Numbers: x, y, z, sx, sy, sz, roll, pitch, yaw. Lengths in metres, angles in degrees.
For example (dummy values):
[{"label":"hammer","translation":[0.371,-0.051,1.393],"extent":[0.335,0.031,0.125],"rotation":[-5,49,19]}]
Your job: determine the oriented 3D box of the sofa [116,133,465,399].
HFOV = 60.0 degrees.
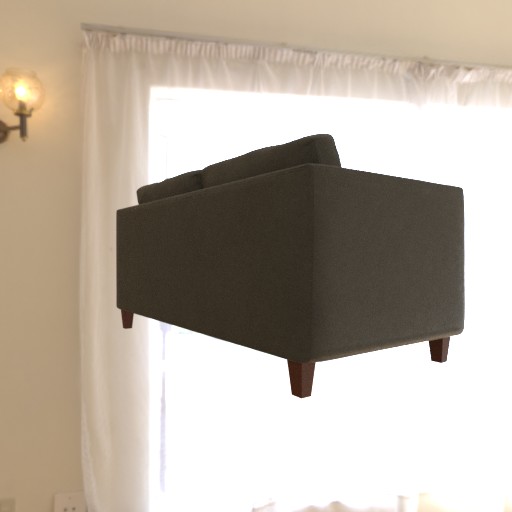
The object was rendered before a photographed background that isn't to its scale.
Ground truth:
[{"label":"sofa","translation":[0.000,0.000,2.406],"extent":[0.951,0.933,1.883],"rotation":[0,0,-36]}]
